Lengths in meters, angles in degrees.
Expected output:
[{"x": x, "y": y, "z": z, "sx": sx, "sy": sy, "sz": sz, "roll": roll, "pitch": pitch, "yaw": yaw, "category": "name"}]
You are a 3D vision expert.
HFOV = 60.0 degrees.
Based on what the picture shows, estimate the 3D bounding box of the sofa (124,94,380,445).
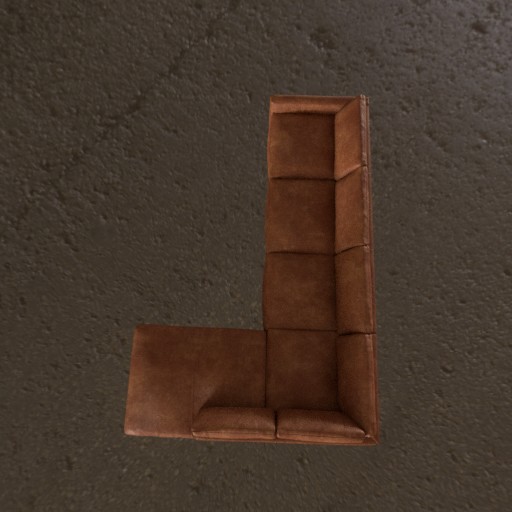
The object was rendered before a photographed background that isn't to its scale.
[{"x": 0.000, "y": 0.000, "z": 3.845, "sx": 1.938, "sy": 0.877, "sz": 2.984, "roll": 2, "pitch": 75, "yaw": 1, "category": "sofa"}]
